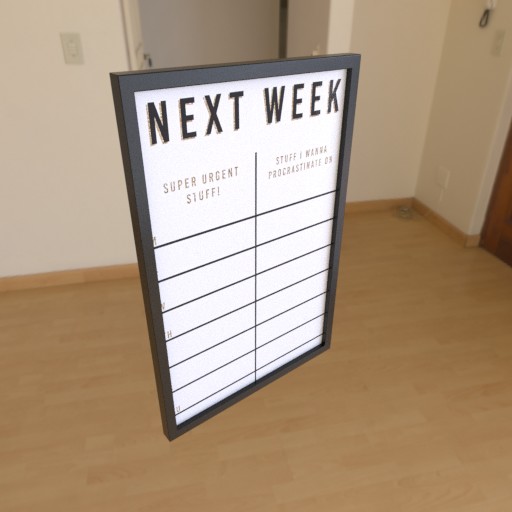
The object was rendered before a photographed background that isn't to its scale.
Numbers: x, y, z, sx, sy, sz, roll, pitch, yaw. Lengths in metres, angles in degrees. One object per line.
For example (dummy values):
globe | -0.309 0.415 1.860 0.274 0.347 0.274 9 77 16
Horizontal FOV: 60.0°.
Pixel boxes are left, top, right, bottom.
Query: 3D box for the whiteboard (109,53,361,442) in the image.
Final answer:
whiteboard | 0.000 0.000 0.756 0.406 0.611 0.026 -21 35 -32
